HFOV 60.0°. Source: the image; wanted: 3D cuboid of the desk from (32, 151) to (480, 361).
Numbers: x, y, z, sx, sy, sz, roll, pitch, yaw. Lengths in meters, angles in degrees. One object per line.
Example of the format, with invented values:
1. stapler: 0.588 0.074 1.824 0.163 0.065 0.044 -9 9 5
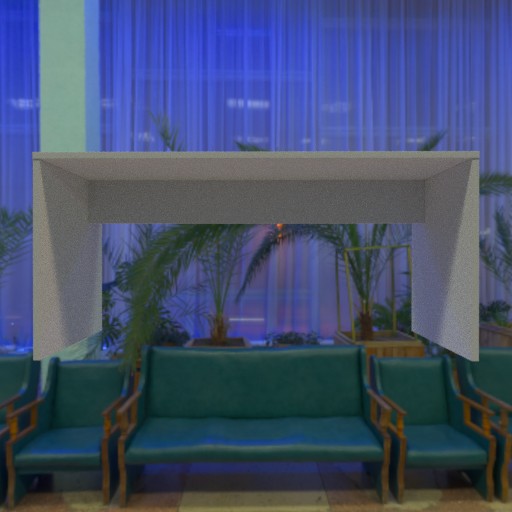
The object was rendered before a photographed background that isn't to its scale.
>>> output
1. desk: 0.000 0.000 1.988 1.600 0.750 0.802 0 0 0
